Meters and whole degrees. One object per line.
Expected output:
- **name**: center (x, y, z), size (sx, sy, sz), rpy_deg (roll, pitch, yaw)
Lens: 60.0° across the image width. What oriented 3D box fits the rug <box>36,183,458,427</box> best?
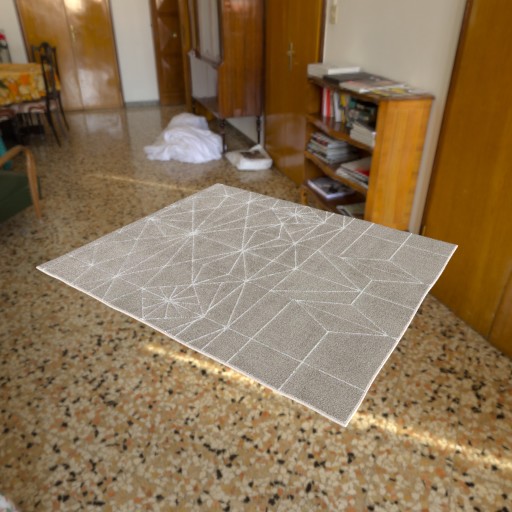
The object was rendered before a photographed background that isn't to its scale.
- **rug**: center (0.000, 0.000, 0.879), size (0.639, 0.006, 0.548), rpy_deg (19, 35, 30)
